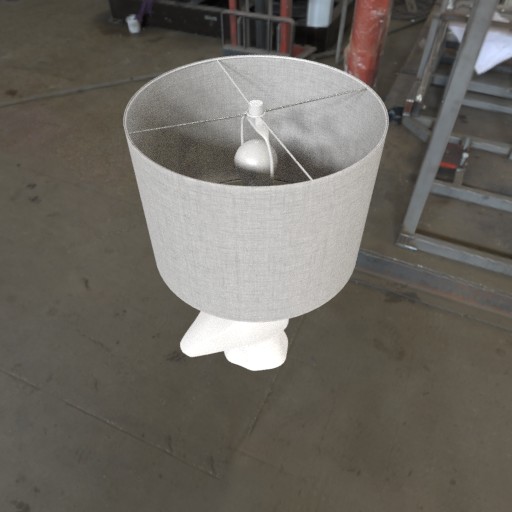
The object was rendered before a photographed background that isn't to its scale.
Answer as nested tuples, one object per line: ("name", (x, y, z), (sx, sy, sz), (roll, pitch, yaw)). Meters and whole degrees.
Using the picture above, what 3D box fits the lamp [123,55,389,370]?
("lamp", (0.000, 0.000, 0.686), (0.298, 0.503, 0.298), (-16, 48, -15))
